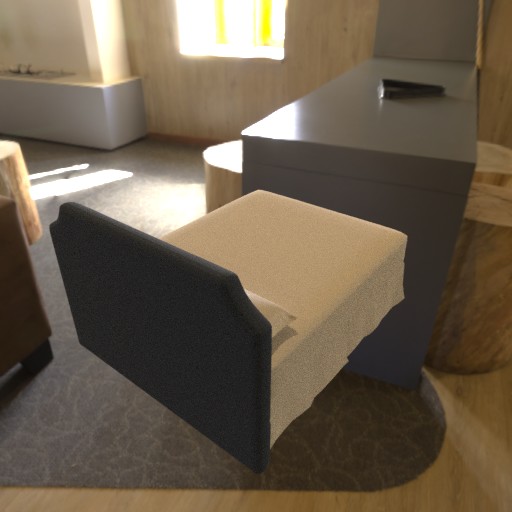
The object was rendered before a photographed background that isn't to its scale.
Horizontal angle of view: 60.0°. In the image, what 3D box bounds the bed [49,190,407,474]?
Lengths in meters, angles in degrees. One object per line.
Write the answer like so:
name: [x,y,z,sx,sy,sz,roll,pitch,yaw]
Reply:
bed: [0.000,0.000,3.476,1.831,1.297,2.260,22,37,32]
